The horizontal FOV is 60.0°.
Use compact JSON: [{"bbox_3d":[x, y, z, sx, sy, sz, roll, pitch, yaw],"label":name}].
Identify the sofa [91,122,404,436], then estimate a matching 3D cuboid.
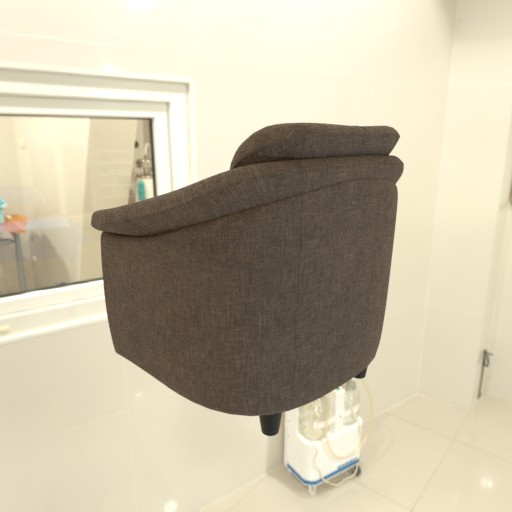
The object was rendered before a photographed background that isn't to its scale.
[{"bbox_3d":[0.000,0.000,1.451,0.870,0.811,0.794,-14,20,-42],"label":"sofa"}]
